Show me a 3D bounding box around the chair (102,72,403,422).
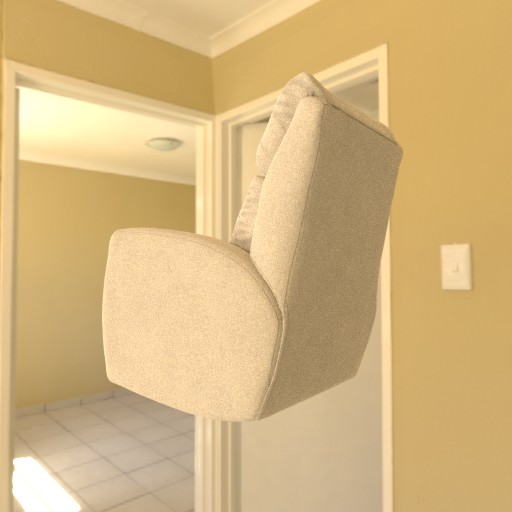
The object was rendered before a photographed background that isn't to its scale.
[{"bbox_3d":[0.000,0.000,1.680,0.940,1.021,0.794,-1,-2,38],"label":"chair"}]
